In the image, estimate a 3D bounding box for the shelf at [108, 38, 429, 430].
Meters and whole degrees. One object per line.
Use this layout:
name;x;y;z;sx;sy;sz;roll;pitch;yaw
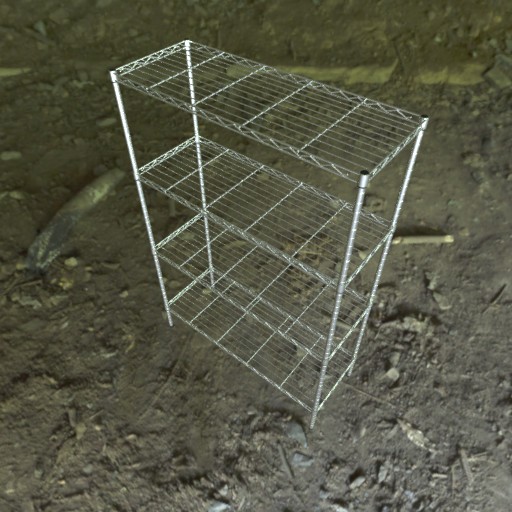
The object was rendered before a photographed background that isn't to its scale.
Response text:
shelf;0.000;0.000;1.762;0.907;1.360;0.352;30;52;26
